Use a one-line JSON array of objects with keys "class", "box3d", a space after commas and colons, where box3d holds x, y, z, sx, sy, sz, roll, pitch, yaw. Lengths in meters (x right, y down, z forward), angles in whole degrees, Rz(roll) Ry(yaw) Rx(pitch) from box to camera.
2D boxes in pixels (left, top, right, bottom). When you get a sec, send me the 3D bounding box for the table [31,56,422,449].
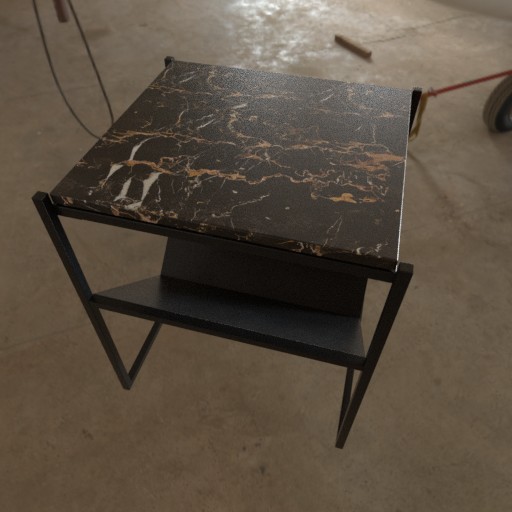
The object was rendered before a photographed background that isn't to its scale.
[{"class": "table", "box3d": [0.000, 0.000, 0.852, 0.469, 0.534, 0.432, 12, 48, 10]}]
